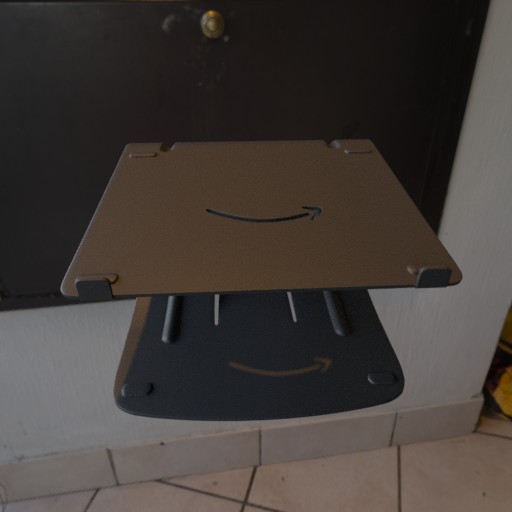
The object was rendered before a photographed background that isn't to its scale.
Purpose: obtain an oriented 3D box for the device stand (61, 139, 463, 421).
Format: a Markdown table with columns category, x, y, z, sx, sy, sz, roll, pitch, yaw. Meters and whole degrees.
| category | x | y | z | sx | sy | sz | roll | pitch | yaw |
| --- | --- | --- | --- | --- | --- | --- | --- | --- | --- |
| device stand | 0.000 | 0.000 | 0.394 | 0.256 | 0.155 | 0.236 | -2 | 30 | -3 |
